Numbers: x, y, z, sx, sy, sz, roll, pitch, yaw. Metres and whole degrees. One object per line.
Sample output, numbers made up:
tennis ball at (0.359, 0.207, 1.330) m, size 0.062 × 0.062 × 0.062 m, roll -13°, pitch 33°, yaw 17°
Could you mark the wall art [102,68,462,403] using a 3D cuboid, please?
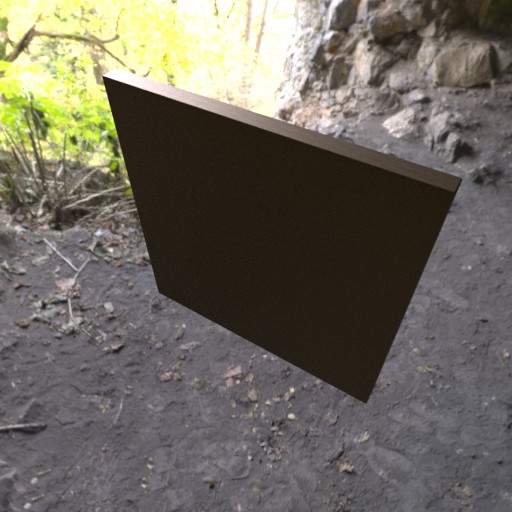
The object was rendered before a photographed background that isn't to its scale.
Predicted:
wall art at (0.000, 0.000, 0.742) m, size 0.503 × 0.506 × 0.030 m, roll 24°, pitch 52°, yaw 21°
